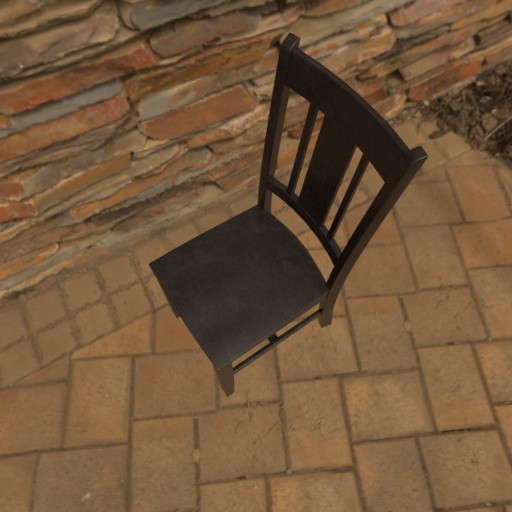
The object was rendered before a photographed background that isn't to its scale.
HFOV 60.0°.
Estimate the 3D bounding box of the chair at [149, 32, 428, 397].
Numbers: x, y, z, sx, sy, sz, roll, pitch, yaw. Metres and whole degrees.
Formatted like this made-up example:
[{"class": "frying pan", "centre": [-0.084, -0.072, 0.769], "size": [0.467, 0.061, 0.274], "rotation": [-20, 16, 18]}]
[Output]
[{"class": "chair", "centre": [0.000, 0.000, 1.323], "size": [0.555, 0.998, 0.450], "rotation": [-32, 67, -15]}]
